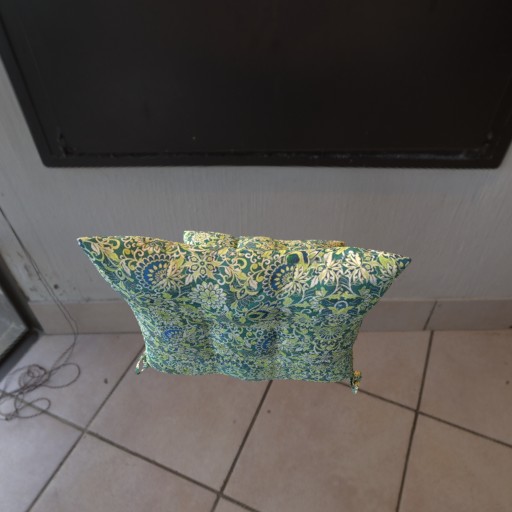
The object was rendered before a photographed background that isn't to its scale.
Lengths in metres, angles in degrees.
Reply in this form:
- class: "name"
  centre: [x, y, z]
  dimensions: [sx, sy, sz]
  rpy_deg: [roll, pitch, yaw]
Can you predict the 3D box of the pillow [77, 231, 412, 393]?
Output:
- class: "pillow"
  centre: [0.000, 0.000, 1.019]
  dimensions: [0.541, 0.536, 0.585]
  rpy_deg: [4, 46, 3]
